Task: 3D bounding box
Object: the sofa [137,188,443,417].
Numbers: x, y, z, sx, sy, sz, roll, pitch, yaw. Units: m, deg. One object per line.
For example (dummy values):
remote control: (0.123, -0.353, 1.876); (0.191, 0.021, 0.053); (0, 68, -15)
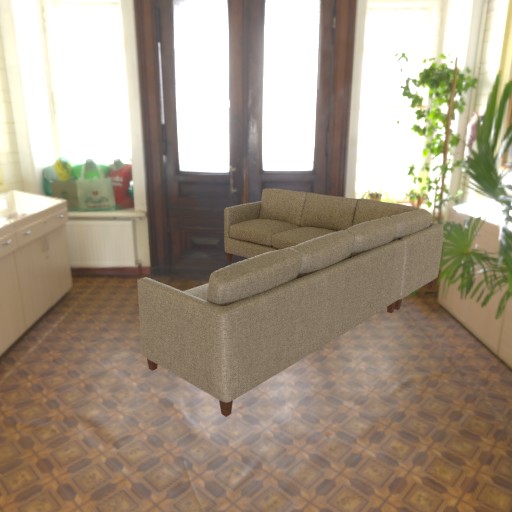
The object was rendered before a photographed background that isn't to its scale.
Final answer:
sofa: (0.000, 0.000, 4.570); (2.593, 0.947, 3.302); (15, 22, 41)
